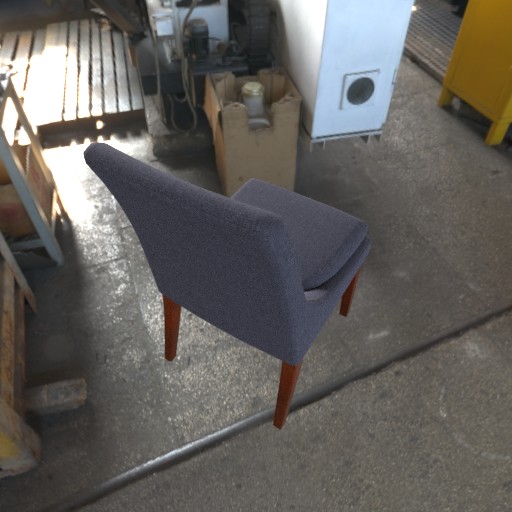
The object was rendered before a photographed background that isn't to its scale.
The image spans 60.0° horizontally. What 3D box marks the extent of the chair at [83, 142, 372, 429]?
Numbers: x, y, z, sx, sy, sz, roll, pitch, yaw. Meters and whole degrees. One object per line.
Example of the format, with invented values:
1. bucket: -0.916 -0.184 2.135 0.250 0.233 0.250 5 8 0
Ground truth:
1. chair: 0.000 0.000 1.323 0.508 0.952 0.655 25 52 21
